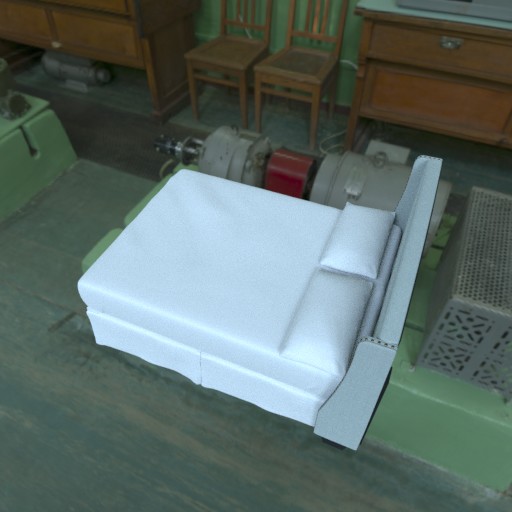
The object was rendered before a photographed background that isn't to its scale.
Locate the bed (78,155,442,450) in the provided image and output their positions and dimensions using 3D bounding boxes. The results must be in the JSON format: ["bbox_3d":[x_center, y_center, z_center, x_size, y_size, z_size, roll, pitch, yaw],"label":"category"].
[{"bbox_3d":[0.000,0.000,3.355,2.237,1.407,1.710,17,49,16],"label":"bed"}]
